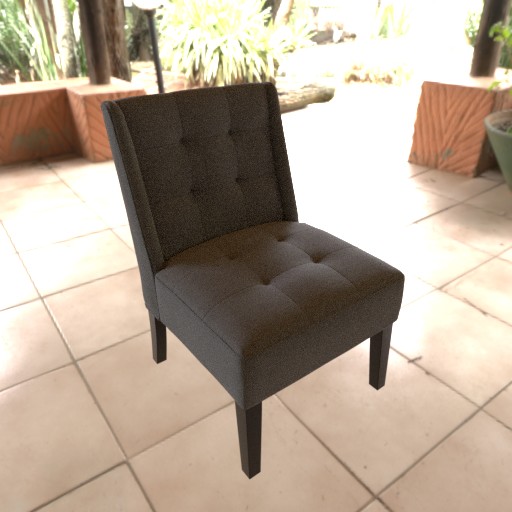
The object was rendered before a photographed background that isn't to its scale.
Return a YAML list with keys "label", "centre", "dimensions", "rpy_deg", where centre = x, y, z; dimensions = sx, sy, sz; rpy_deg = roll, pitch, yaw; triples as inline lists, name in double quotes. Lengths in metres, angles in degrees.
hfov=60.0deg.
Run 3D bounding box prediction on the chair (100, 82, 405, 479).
- label: "chair"
  centre: [0.000, 0.000, 1.295]
  dimensions: [0.569, 0.853, 0.676]
  rpy_deg: [-21, 36, -31]
